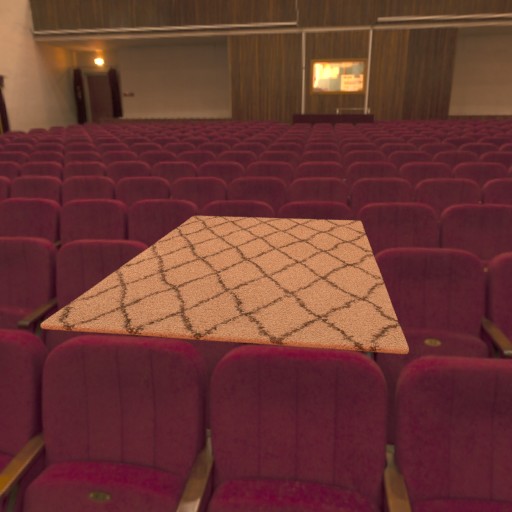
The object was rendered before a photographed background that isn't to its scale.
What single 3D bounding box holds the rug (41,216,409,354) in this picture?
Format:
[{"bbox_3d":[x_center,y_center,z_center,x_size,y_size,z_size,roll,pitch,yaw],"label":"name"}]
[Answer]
[{"bbox_3d":[0.000,0.000,3.377,1.778,0.030,2.743,2,17,8],"label":"rug"}]
